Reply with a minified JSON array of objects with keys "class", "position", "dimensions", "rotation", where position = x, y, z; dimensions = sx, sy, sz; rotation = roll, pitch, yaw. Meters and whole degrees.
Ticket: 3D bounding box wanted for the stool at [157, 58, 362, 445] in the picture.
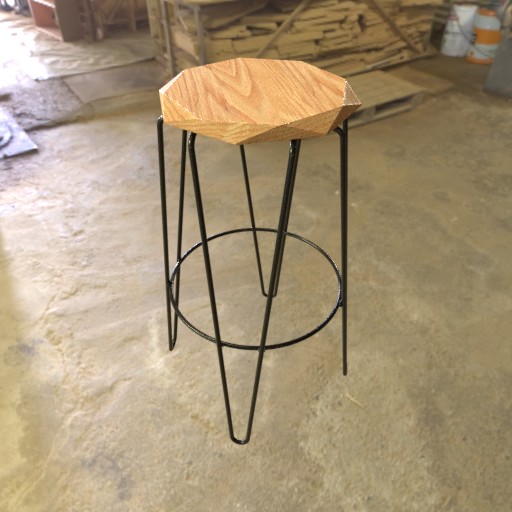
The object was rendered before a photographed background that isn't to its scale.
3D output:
[{"class":"stool","position":[0.000,0.000,0.800],"dimensions":[0.326,0.610,0.326],"rotation":[-24,46,-26]}]
